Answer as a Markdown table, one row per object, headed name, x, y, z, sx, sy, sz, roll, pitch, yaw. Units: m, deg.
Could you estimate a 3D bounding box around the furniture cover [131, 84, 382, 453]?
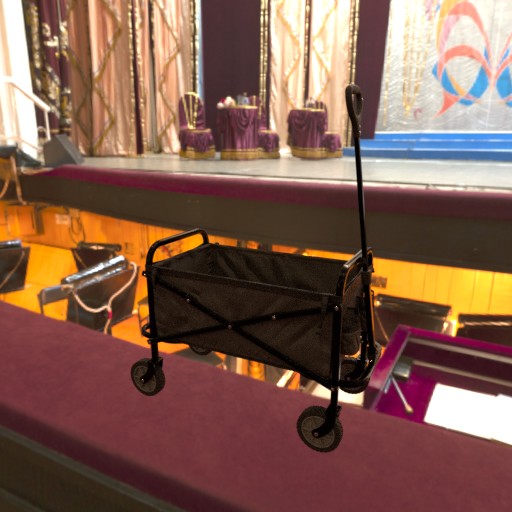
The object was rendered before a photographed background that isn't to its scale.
| name | x | y | z | sx | sy | sz | roll | pitch | yaw |
| --- | --- | --- | --- | --- | --- | --- | --- | --- | --- |
| furniture cover | 0.000 | 0.000 | 1.831 | 1.038 | 1.295 | 0.532 | 8 | 17 | 26 |
